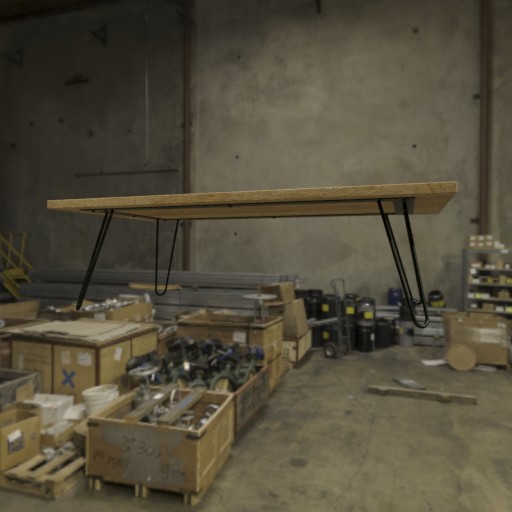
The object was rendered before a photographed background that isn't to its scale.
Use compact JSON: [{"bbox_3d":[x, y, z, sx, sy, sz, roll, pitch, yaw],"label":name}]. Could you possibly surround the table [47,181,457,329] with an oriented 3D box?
[{"bbox_3d":[0.000,0.000,1.706,1.348,0.400,0.699,0,1,19],"label":"table"}]
